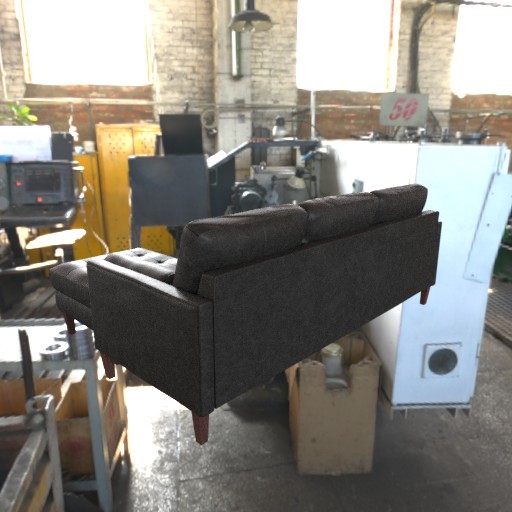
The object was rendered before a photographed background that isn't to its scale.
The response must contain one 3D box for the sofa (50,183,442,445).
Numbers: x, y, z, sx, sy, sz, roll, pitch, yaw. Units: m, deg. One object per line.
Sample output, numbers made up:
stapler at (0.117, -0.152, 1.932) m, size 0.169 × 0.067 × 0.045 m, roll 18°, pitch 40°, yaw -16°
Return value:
sofa at (0.000, 0.000, 2.823) m, size 1.497 × 0.876 × 2.178 m, roll 14°, pitch 20°, yaw 42°
